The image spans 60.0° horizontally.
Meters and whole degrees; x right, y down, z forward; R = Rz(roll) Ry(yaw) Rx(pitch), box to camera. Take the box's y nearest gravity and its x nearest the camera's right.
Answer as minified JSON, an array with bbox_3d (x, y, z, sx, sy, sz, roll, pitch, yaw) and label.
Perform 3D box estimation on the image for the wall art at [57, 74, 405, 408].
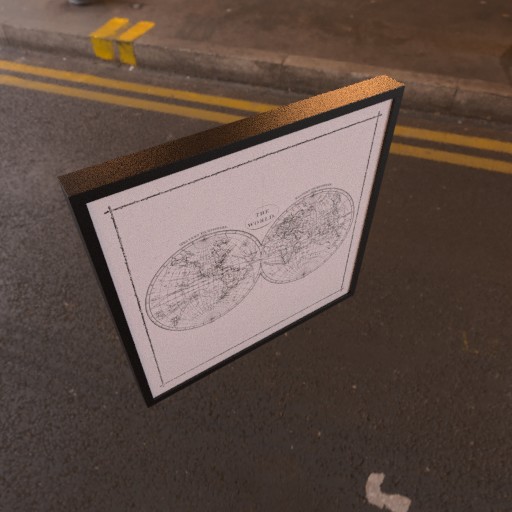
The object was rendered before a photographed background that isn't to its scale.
[{"bbox_3d":[0.000,0.000,0.490,0.327,0.318,0.029,-24,50,-22],"label":"wall art"}]
